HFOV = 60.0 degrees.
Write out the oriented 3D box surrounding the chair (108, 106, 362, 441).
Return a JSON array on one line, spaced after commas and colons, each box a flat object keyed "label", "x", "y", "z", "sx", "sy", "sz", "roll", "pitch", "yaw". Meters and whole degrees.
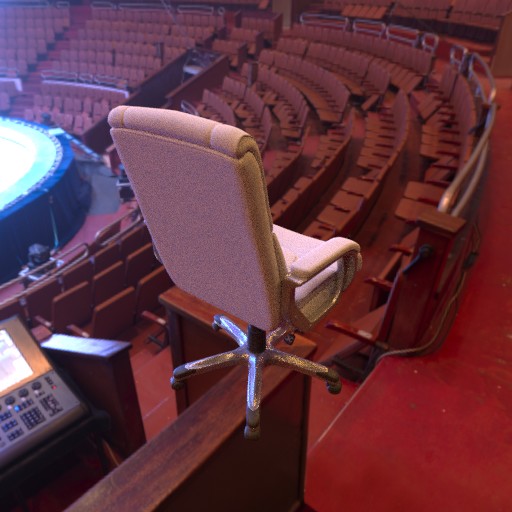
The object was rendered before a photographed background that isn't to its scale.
[{"label": "chair", "x": 0.000, "y": 0.000, "z": 1.590, "sx": 0.687, "sy": 1.120, "sz": 0.738, "roll": 21, "pitch": 36, "yaw": 33}]
